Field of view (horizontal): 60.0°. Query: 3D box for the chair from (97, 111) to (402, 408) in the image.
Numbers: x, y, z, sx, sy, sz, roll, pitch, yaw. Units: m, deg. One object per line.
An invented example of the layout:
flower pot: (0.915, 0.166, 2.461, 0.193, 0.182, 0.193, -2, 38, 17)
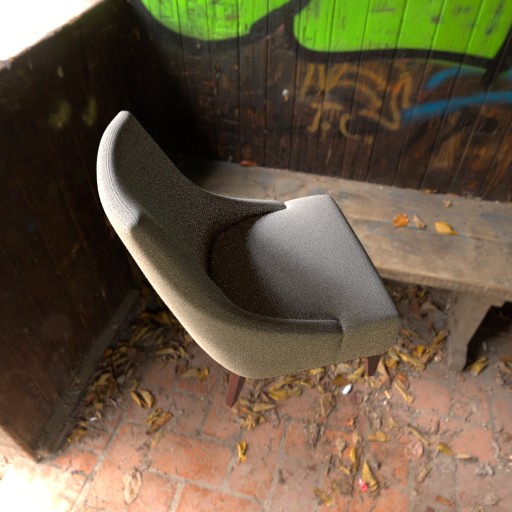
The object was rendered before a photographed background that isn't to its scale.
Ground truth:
chair: (0.000, 0.000, 1.543, 0.861, 0.909, 0.701, -10, 47, -10)
